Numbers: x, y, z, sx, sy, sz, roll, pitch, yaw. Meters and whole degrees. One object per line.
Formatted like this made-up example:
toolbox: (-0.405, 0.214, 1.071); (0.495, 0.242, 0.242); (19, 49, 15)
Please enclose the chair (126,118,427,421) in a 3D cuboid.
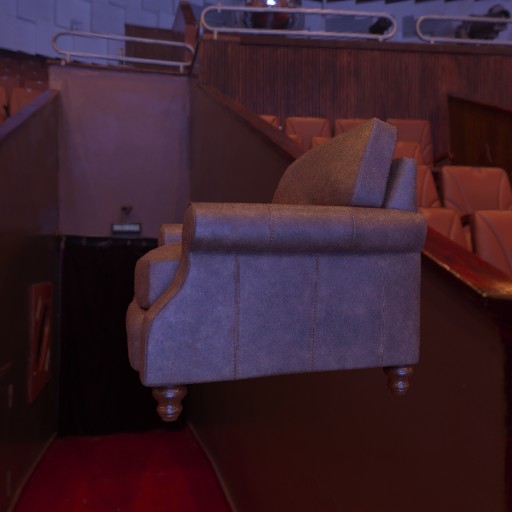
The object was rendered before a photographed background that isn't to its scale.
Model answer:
chair: (0.000, 0.000, 1.783); (1.002, 0.976, 0.996); (0, 0, -18)
